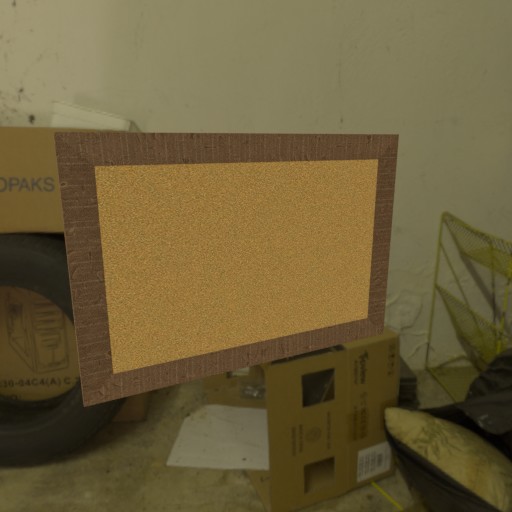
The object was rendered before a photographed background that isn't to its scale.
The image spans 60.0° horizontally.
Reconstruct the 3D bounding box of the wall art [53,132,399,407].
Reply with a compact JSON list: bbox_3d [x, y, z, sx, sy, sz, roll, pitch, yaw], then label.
[{"bbox_3d":[0.000,0.000,1.175,0.917,0.626,0.019,-7,16,-26],"label":"wall art"}]
